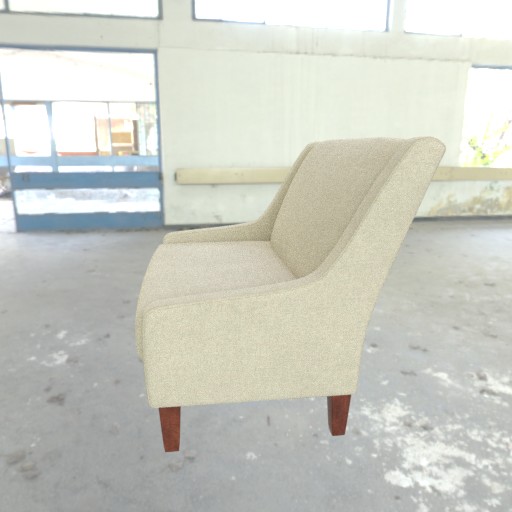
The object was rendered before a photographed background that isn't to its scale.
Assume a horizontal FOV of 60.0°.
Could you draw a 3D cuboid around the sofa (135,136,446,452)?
[{"bbox_3d":[0.000,0.000,1.901,0.946,0.976,1.212,-2,14,-8],"label":"sofa"}]
